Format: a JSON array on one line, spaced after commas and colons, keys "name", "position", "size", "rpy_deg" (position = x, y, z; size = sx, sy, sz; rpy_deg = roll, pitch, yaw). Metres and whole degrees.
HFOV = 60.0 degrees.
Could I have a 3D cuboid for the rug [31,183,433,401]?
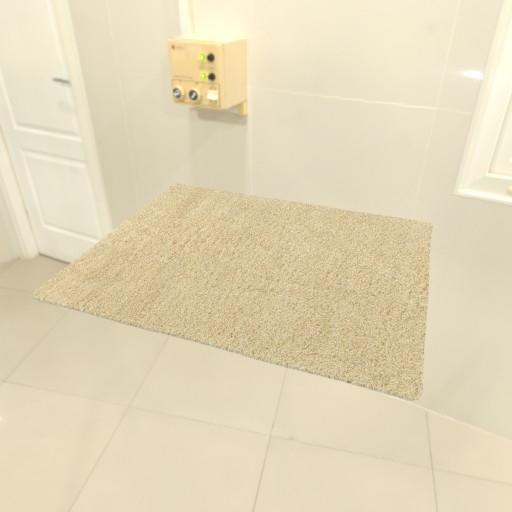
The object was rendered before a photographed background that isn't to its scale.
[{"name": "rug", "position": [0.000, 0.000, 4.049], "size": [3.001, 0.025, 2.401], "rpy_deg": [11, 34, 17]}]
